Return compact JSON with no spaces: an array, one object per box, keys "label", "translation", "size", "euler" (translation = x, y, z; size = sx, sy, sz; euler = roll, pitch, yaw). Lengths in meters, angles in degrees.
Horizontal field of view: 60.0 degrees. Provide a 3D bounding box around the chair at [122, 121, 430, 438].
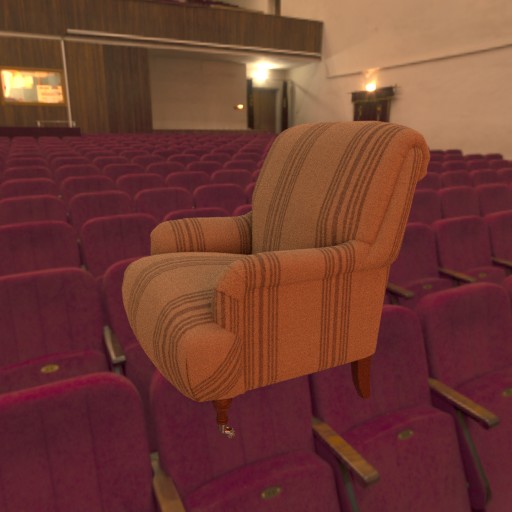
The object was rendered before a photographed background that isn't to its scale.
[{"label":"chair","translation":[0.000,0.000,1.608],"size":[0.914,0.940,0.813],"euler":[-7,17,-26]}]
